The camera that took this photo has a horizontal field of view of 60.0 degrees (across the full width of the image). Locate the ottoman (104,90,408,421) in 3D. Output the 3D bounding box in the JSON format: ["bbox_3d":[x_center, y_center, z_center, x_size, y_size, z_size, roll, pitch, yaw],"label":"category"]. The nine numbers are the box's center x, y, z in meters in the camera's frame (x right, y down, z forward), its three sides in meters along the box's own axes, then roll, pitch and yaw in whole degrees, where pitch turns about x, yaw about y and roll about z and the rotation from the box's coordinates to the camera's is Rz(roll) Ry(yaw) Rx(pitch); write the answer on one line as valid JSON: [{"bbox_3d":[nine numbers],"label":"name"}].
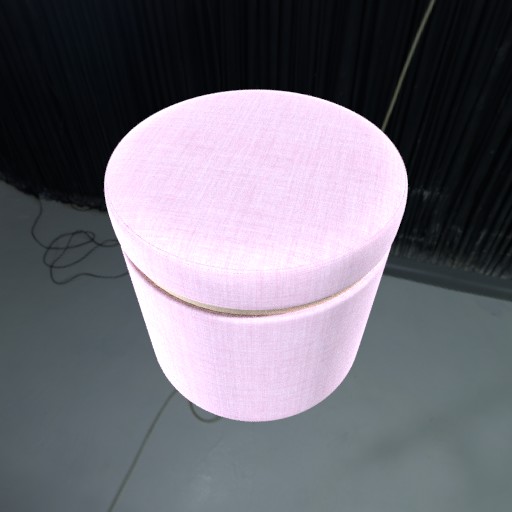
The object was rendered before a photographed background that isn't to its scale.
[{"bbox_3d":[0.000,0.000,0.726,0.400,0.406,0.400,0,47,0],"label":"ottoman"}]
